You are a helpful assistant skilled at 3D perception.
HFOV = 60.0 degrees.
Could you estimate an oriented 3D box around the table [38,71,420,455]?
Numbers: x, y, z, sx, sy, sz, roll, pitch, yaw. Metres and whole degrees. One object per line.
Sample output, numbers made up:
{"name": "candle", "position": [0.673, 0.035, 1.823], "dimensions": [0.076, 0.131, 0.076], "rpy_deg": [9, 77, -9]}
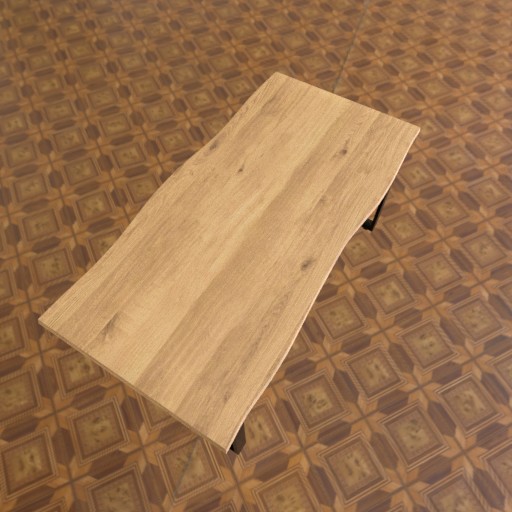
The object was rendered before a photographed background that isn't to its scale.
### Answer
{"name": "table", "position": [0.000, 0.000, 2.306], "dimensions": [0.900, 0.780, 1.800], "rpy_deg": [28, 62, 16]}
